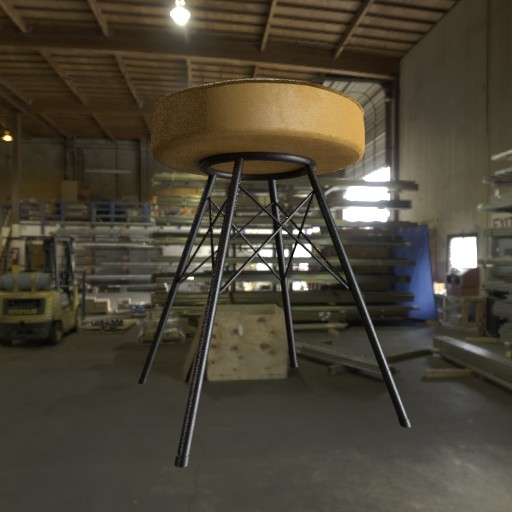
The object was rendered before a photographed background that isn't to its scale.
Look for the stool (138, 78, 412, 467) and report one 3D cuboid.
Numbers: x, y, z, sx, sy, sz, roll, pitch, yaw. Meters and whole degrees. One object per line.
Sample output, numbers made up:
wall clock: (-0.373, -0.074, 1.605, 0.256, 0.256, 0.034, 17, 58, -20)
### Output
stool: (0.000, 0.000, 0.910, 0.438, 0.595, 0.472, 0, 0, -19)
